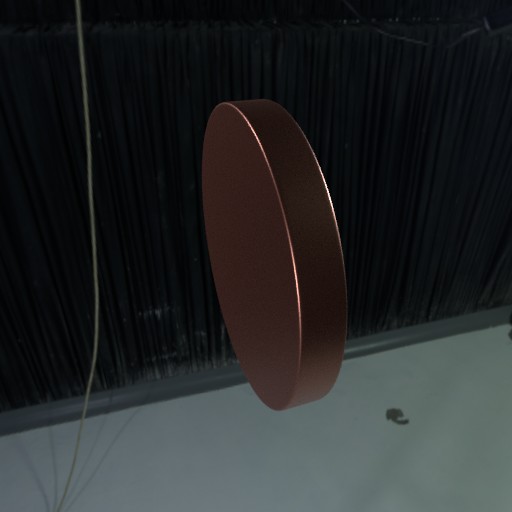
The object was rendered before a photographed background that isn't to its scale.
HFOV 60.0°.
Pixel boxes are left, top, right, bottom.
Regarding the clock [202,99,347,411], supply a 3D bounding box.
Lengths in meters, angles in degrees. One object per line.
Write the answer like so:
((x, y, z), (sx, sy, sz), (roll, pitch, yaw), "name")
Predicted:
((0.000, 0.000, 0.472), (0.040, 0.313, 0.313), (-10, 33, -17), "clock")
